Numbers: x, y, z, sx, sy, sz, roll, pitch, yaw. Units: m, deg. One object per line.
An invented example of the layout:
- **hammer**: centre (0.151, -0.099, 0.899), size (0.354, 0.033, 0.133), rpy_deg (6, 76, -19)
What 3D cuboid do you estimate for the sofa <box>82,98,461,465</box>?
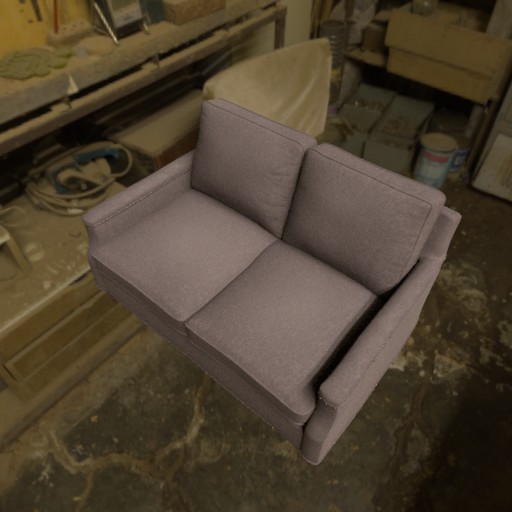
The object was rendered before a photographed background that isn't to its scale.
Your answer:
- **sofa**: centre (0.000, 0.000, 2.273), size (1.597, 1.003, 1.084), rpy_deg (32, 54, 26)
